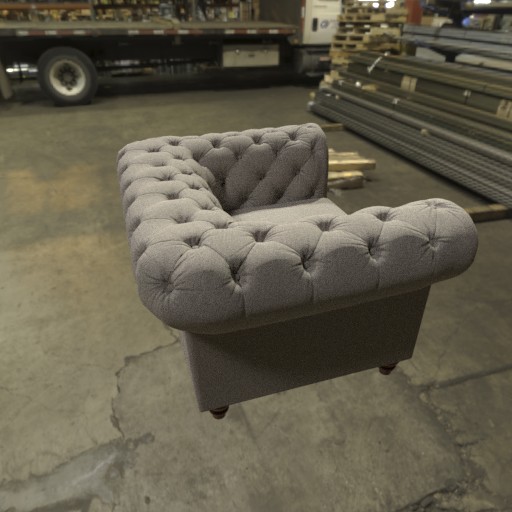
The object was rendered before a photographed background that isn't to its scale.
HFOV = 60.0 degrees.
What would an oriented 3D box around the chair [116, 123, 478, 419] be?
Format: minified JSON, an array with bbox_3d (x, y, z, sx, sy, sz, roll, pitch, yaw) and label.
[{"bbox_3d":[0.000,0.000,1.806,0.976,0.770,1.270,-9,32,-16],"label":"chair"}]
